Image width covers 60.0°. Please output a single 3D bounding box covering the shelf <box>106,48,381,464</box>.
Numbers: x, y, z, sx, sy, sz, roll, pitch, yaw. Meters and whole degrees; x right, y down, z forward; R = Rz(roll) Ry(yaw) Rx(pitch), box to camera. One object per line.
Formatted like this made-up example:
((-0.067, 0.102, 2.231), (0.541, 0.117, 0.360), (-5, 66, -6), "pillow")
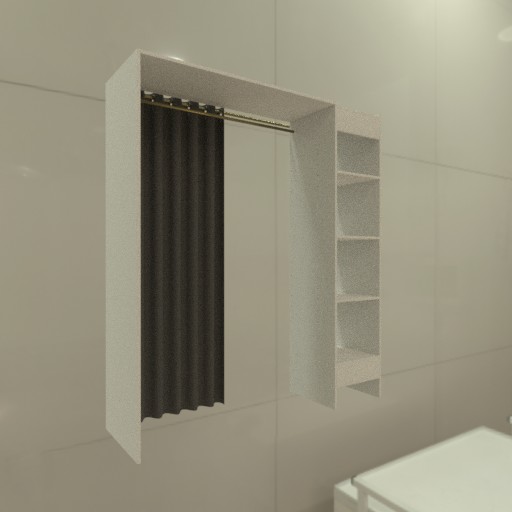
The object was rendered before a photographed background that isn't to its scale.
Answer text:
((0.000, 0.000, 2.586), (1.600, 1.810, 0.500), (0, 0, -34), "shelf")
